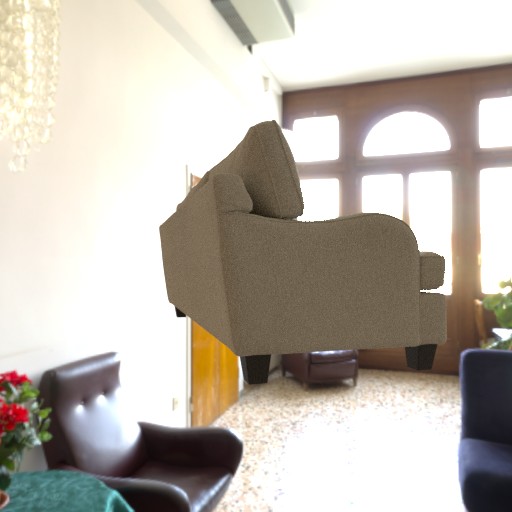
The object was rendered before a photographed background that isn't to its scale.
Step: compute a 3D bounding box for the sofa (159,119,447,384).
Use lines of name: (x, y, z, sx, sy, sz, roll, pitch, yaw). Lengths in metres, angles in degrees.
sofa: (0.000, 0.000, 2.799, 1.016, 0.991, 2.323, 0, -1, -17)
